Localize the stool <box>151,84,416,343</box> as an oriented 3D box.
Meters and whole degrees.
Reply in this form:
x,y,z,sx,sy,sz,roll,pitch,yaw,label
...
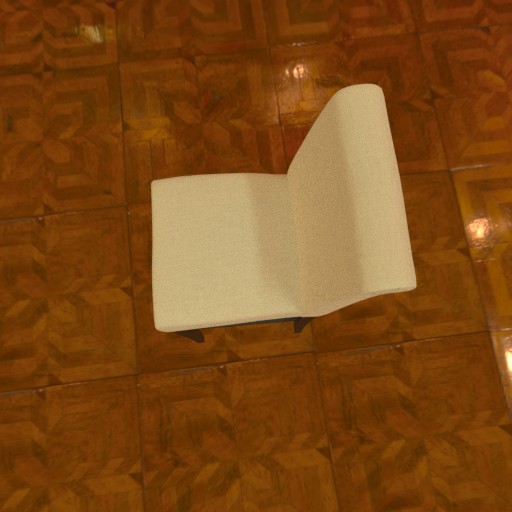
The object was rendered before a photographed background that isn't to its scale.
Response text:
x,y,z,sx,sy,sz,roll,pitch,yaw,label
0.000,0.000,1.425,0.597,1.124,0.452,-5,76,-1,stool
